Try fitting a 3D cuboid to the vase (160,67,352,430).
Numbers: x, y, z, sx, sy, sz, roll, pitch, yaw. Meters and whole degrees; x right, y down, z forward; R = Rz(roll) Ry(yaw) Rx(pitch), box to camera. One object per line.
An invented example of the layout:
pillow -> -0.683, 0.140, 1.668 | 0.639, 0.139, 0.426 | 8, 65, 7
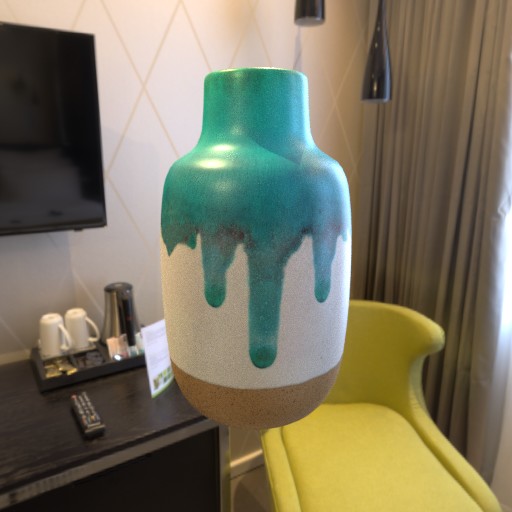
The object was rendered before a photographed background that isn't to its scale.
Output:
vase -> 0.000, 0.000, 0.251 | 0.106, 0.192, 0.106 | 0, 14, 0
